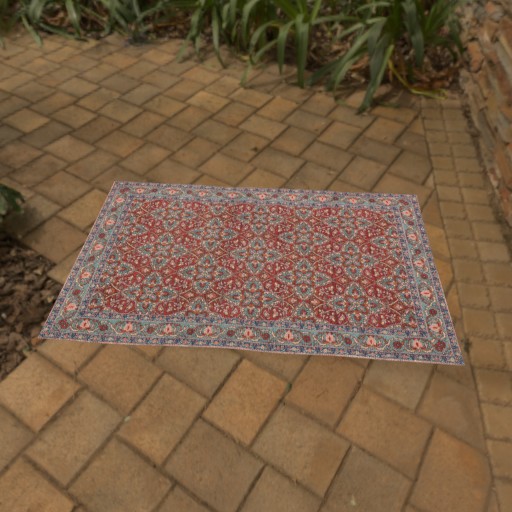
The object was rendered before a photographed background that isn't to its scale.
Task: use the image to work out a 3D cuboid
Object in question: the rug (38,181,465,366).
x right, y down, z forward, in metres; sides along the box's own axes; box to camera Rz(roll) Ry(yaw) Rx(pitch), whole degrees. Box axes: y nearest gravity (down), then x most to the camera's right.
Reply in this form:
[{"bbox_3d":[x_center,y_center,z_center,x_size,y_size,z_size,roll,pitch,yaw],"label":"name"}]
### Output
[{"bbox_3d":[0.000,0.000,3.048,2.439,0.011,1.533,3,46,3],"label":"rug"}]
